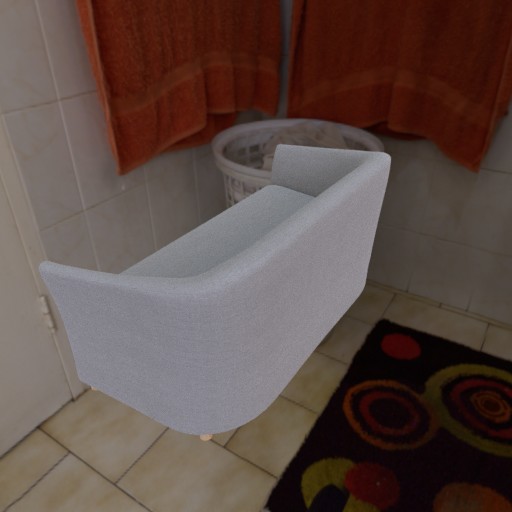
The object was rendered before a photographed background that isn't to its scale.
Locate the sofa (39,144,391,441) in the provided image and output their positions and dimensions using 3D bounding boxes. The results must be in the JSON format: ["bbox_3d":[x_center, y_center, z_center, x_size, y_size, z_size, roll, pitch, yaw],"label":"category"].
[{"bbox_3d":[0.000,0.000,1.856,0.705,0.721,1.452,20,38,29],"label":"sofa"}]
